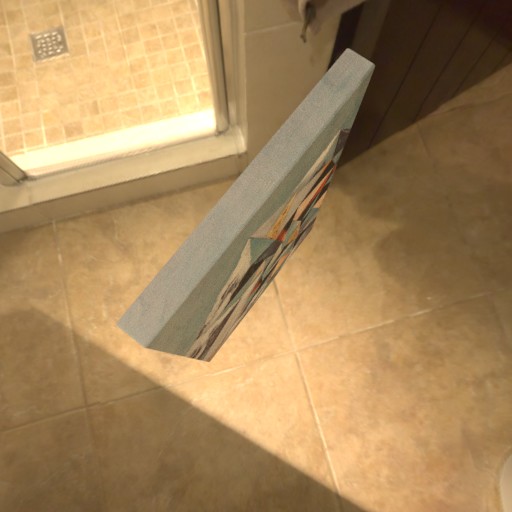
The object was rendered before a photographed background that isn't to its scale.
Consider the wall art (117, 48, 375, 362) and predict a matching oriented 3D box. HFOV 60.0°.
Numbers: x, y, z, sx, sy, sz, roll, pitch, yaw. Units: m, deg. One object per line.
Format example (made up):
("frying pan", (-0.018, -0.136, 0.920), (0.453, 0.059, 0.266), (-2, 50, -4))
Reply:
("wall art", (0.000, 0.000, 1.151), (0.061, 0.911, 0.609), (36, 78, 9))
